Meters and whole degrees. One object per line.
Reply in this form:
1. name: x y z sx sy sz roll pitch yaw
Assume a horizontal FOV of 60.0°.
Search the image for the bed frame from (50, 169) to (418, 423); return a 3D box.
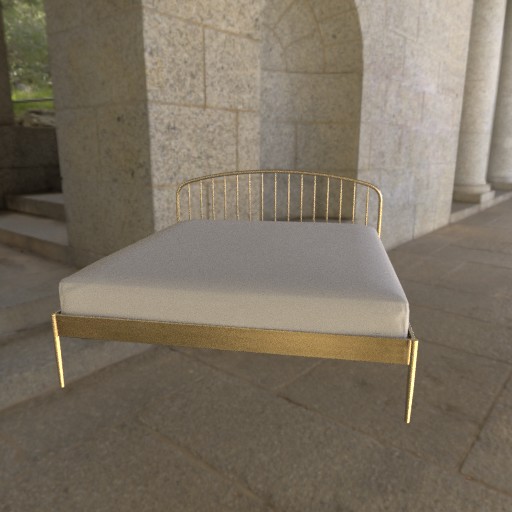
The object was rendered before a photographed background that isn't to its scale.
1. bed frame: 0.000 0.000 3.355 2.016 1.174 2.152 2 14 10
